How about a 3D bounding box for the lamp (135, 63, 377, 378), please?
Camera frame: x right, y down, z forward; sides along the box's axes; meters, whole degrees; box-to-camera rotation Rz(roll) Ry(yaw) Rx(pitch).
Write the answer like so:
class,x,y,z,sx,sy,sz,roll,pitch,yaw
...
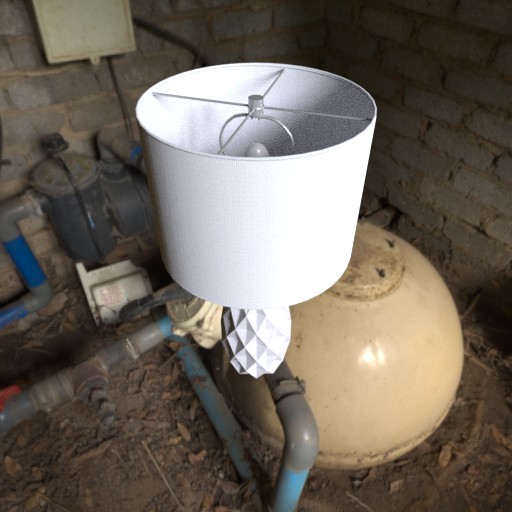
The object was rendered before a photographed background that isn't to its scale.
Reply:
class,x,y,z,sx,sy,sz,roll,pitch,yaw
lamp,0.000,0.000,0.723,0.297,0.522,0.297,0,41,0
